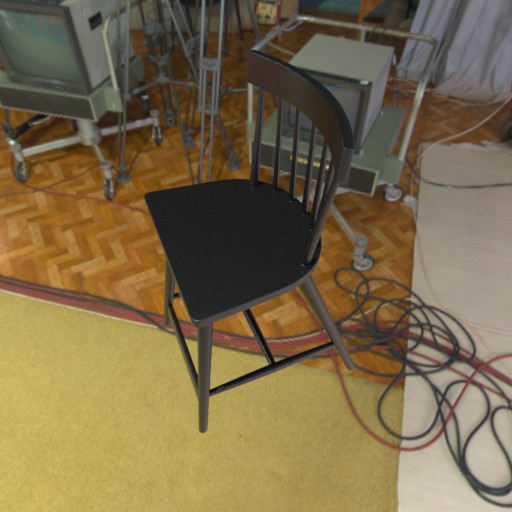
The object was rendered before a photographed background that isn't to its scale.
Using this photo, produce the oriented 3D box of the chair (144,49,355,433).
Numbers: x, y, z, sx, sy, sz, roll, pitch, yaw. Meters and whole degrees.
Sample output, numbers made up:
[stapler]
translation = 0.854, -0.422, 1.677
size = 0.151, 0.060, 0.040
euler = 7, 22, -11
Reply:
[chair]
translation = 0.000, 0.000, 1.265
size = 0.572, 0.952, 0.483
euler = -17, 49, -15
